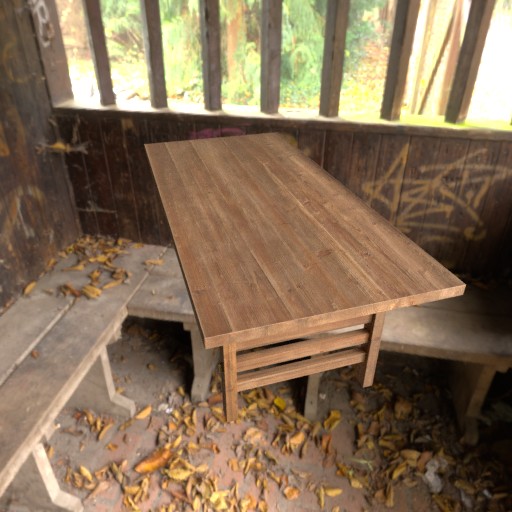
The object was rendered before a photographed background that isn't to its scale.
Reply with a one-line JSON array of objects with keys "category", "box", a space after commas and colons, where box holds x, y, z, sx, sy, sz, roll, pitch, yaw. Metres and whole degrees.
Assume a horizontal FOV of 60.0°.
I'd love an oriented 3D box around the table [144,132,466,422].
[{"category": "table", "box": [0.000, 0.000, 2.477, 0.952, 0.760, 2.003, -9, 33, -15]}]
